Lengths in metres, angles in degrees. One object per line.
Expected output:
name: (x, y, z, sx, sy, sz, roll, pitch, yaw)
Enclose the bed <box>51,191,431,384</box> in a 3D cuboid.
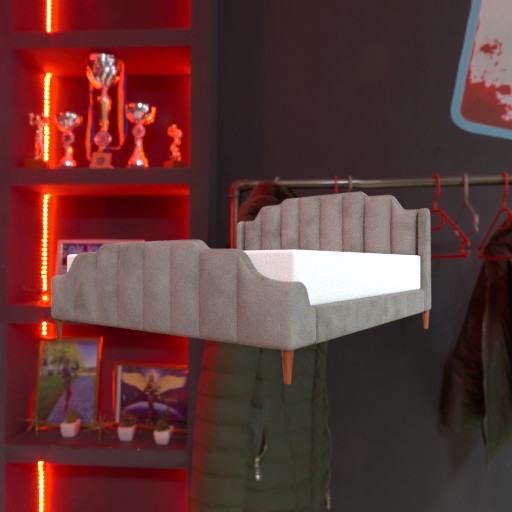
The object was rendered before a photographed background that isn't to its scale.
bed: (0.000, 0.000, 3.546, 2.074, 1.245, 2.340, -1, -1, 37)
